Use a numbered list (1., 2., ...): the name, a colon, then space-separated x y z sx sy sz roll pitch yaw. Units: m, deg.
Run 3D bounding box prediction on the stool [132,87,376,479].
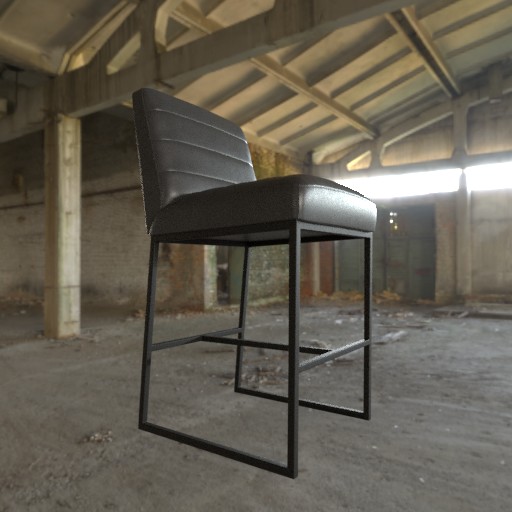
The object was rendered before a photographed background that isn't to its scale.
1. stool: 0.000 0.000 1.249 0.552 0.938 0.457 -1 -1 35
